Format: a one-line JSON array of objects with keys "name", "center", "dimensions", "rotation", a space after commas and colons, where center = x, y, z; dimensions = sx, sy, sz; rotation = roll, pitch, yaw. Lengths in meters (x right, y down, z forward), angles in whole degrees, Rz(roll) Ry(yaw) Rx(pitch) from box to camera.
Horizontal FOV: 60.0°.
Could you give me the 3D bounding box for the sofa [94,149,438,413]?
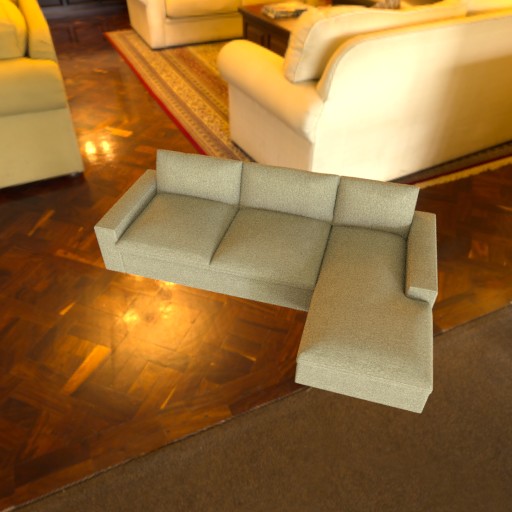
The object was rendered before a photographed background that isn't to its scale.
[{"name": "sofa", "center": [0.000, 0.000, 3.528], "dimensions": [2.718, 0.813, 1.689], "rotation": [11, 42, 12]}]
